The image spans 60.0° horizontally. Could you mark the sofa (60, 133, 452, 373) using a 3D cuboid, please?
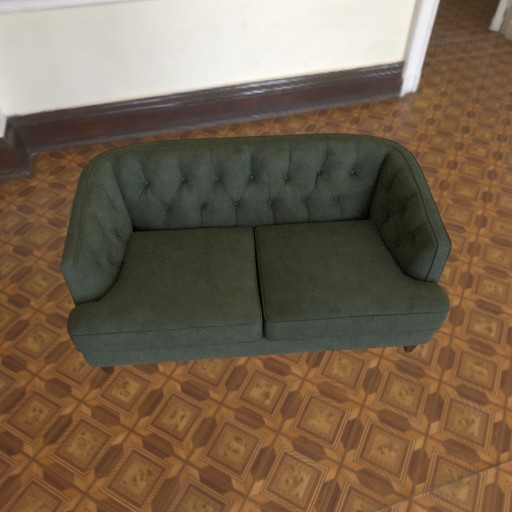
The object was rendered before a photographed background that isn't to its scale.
[{"bbox_3d":[0.000,0.000,2.285,1.733,0.855,0.941,-3,46,-3],"label":"sofa"}]
